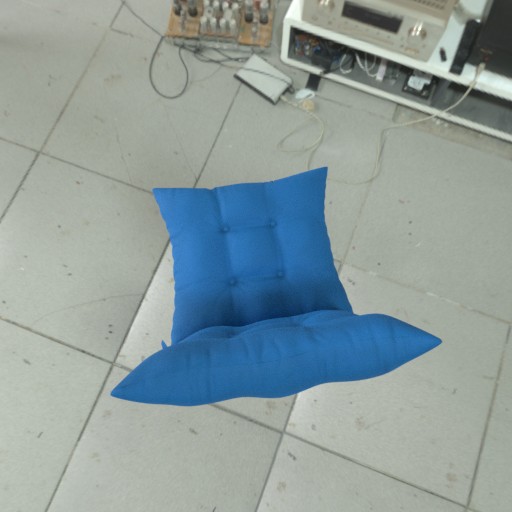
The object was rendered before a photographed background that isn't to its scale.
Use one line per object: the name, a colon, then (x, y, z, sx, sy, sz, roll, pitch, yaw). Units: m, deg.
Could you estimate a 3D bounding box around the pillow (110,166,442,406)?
pillow: (0.000, 0.000, 0.976, 0.541, 0.536, 0.585, -8, 75, -2)
